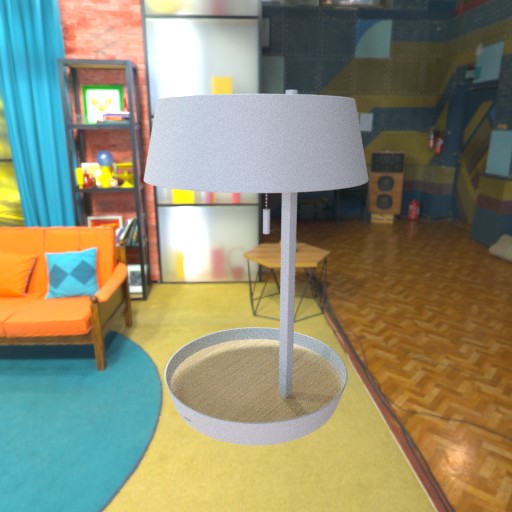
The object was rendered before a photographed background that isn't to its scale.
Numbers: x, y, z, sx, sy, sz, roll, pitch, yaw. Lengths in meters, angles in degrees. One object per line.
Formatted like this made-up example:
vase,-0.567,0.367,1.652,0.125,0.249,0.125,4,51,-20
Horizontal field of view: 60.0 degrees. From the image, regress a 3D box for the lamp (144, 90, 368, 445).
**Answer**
lamp,0.000,0.000,0.620,0.291,0.429,0.291,0,16,0
